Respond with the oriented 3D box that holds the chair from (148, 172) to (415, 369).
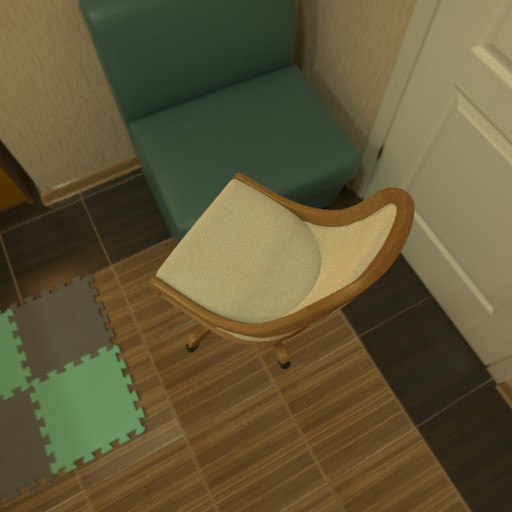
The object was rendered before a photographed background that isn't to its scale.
[{"bbox_3d":[0.000,0.000,1.577,0.811,1.009,0.702,30,68,13],"label":"chair"}]
